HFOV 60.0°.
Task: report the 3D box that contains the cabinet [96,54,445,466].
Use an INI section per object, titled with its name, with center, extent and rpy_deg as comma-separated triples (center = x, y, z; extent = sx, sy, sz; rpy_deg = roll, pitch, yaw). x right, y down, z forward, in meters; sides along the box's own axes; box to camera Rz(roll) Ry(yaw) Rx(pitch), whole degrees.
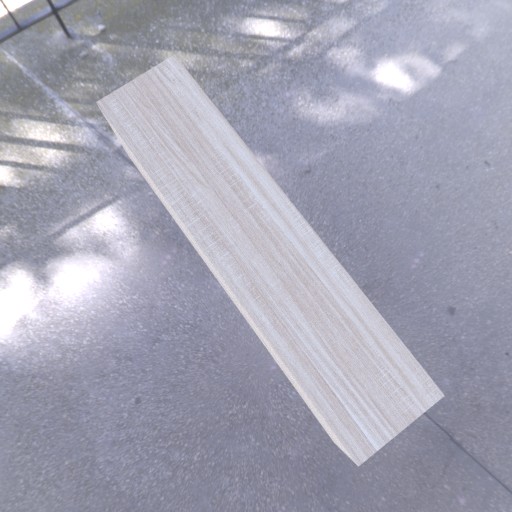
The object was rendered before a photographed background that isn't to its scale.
[cabinet]
center = 0.000, 0.000, 2.549
extent = 0.500, 0.780, 2.200
rpy_deg = -35, 79, -8
